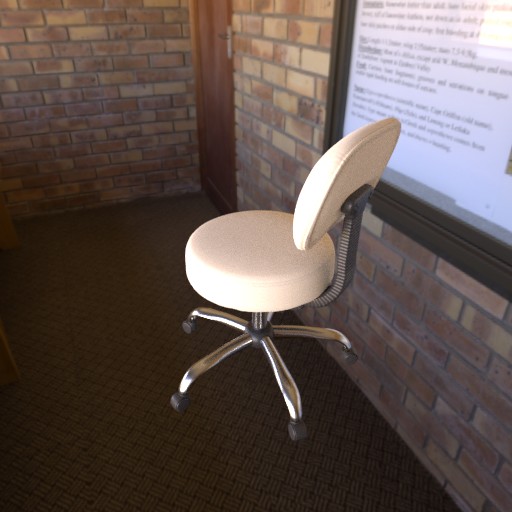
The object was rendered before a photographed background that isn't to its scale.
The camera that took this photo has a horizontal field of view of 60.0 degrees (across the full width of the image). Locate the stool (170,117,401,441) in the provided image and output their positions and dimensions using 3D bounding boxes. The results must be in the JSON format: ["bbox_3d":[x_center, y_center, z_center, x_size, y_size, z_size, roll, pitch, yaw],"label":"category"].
[{"bbox_3d":[0.000,0.000,1.254,0.616,0.810,0.609,19,35,29],"label":"stool"}]
